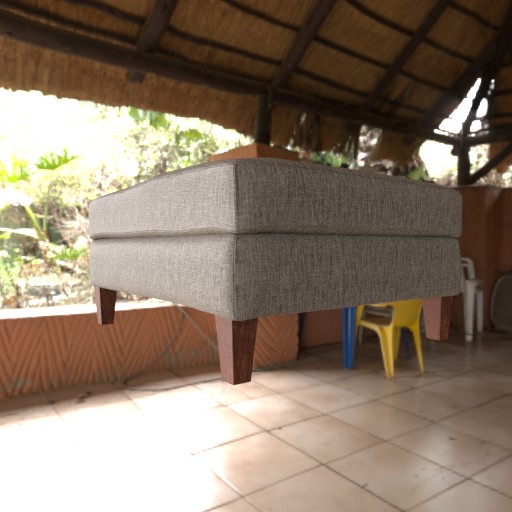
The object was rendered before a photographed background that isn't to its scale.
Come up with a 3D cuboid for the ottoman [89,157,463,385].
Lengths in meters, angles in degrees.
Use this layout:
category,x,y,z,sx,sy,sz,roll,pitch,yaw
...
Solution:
category,x,y,z,sx,sy,sz,roll,pitch,yaw
ottoman,0.000,0.000,1.467,0.839,0.492,0.994,-1,1,-36
